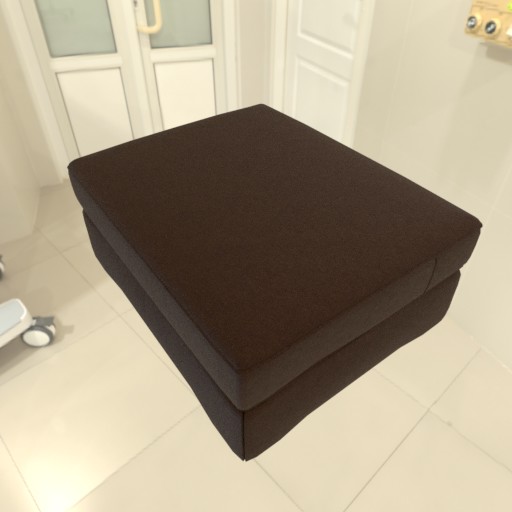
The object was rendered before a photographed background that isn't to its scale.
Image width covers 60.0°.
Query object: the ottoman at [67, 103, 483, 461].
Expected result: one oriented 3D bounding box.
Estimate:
[{"bbox_3d":[0.000,0.000,1.749,0.967,0.730,1.187,-26,47,-26],"label":"ottoman"}]
